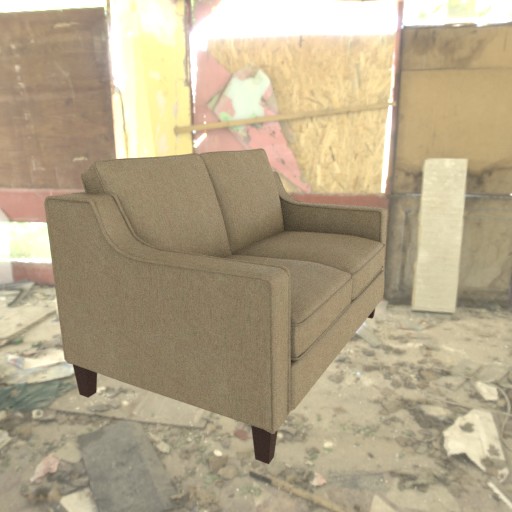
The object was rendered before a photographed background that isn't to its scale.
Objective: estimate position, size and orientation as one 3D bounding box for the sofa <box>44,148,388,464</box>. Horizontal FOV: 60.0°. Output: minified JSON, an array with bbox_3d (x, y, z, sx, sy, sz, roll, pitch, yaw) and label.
[{"bbox_3d":[0.000,0.000,2.135,0.985,0.981,1.503,8,17,27],"label":"sofa"}]
